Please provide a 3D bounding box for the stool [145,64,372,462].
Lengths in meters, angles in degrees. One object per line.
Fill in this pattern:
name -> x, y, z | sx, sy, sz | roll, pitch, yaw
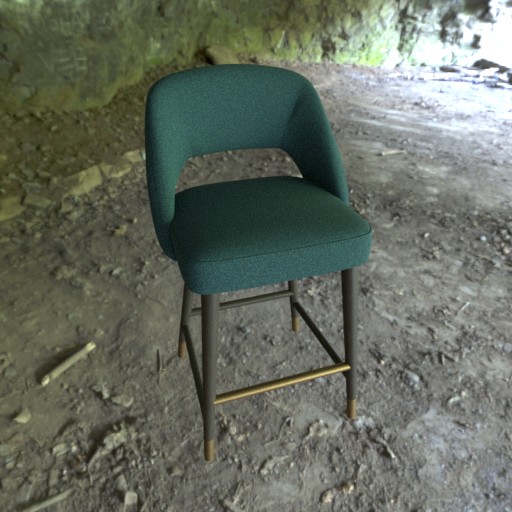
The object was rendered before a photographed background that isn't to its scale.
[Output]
stool -> 0.000, 0.000, 1.243 | 0.536, 0.939, 0.522 | -10, 32, -16
